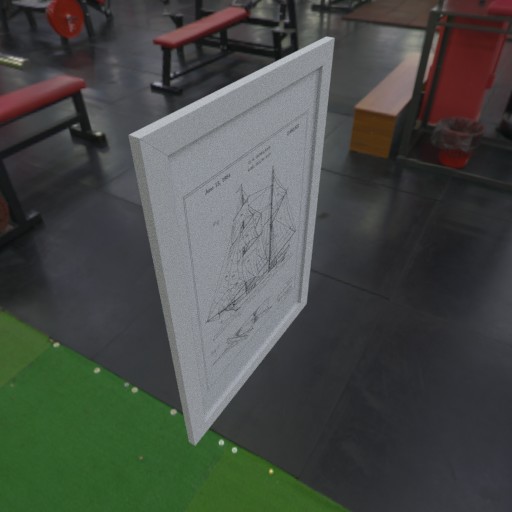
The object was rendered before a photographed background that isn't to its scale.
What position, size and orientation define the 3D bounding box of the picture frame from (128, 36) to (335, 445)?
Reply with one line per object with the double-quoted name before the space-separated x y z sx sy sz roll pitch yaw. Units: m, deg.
"picture frame" 0.000 0.000 0.577 0.011 0.459 0.326 23 45 25
